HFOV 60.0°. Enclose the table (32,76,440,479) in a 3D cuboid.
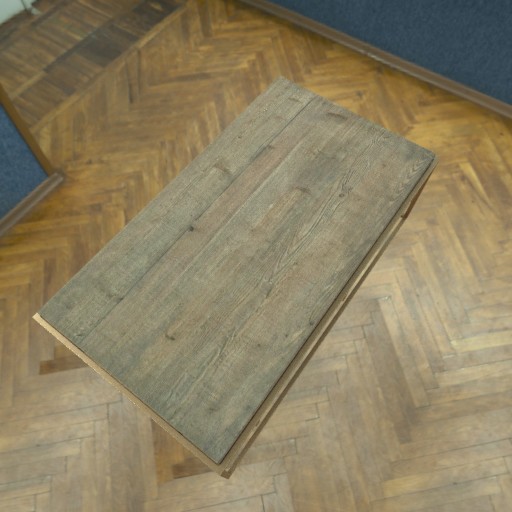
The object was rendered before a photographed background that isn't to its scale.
[{"bbox_3d":[0.000,0.000,1.759,0.775,0.468,1.387,33,67,16],"label":"table"}]
